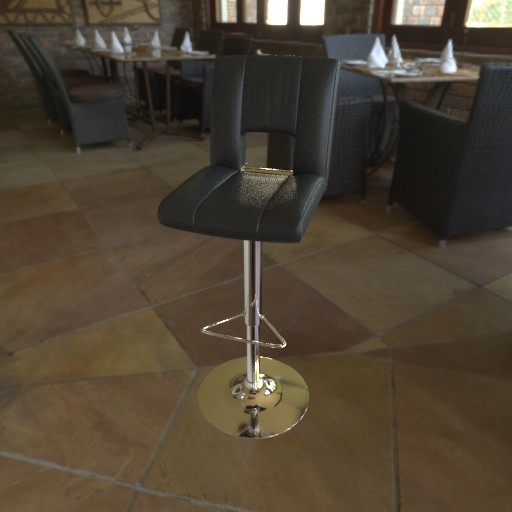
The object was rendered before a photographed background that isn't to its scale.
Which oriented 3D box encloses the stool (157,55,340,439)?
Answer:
[{"bbox_3d":[0.000,0.000,1.427,0.415,1.151,0.520,8,29,15],"label":"stool"}]
